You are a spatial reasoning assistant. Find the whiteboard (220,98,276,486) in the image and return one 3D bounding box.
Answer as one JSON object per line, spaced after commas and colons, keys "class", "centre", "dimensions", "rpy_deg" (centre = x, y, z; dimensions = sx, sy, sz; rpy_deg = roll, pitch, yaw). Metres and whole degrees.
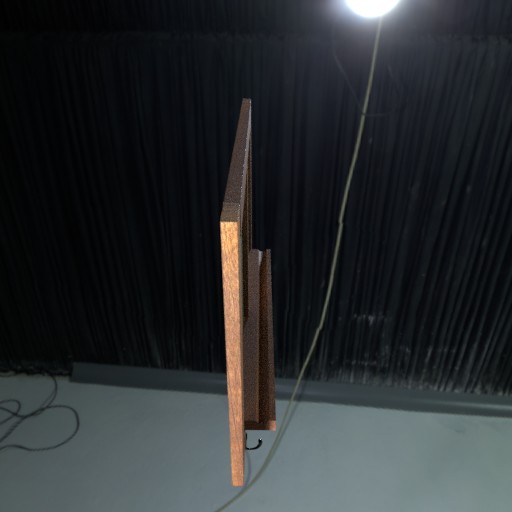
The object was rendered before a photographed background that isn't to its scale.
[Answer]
{"class": "whiteboard", "centre": [0.000, 0.000, 1.040], "dimensions": [0.083, 0.559, 0.783], "rpy_deg": [0, 30, 1]}
